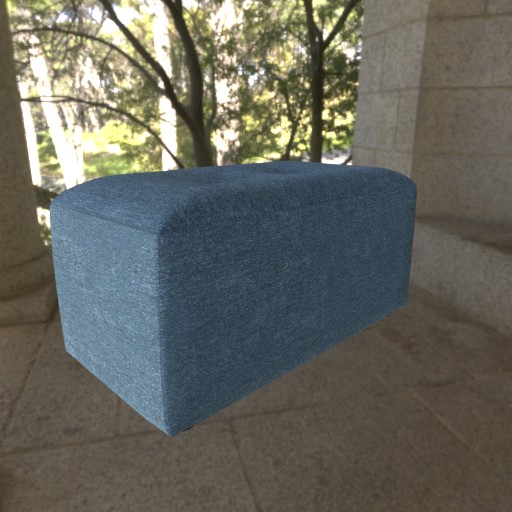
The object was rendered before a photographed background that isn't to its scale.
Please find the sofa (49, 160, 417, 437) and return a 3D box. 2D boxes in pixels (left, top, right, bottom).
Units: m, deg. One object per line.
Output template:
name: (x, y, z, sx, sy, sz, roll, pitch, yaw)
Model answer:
sofa: (0.000, 0.000, 1.227, 0.930, 0.470, 0.480, -16, 23, -42)
